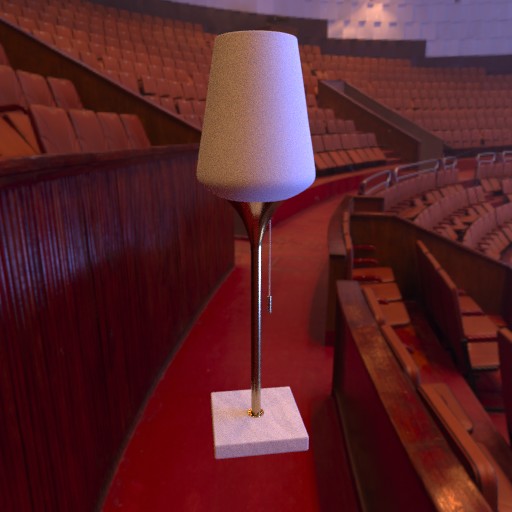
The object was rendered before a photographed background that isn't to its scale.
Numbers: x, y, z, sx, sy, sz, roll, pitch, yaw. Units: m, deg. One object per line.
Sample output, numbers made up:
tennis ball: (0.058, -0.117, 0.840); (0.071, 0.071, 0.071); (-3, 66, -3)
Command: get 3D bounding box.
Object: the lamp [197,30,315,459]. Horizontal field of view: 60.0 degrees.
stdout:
lamp: (0.000, 0.000, 0.716); (0.181, 0.639, 0.181); (-2, 16, -8)
